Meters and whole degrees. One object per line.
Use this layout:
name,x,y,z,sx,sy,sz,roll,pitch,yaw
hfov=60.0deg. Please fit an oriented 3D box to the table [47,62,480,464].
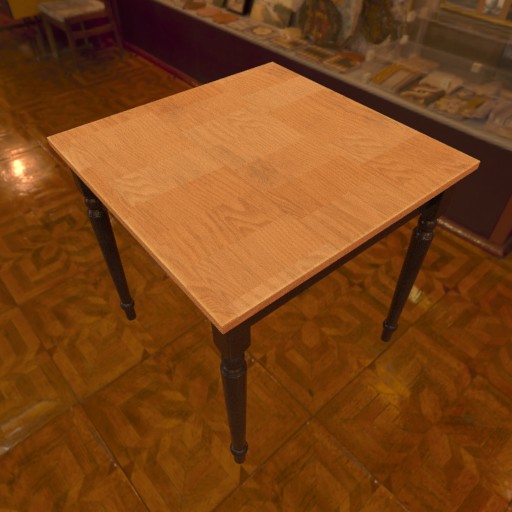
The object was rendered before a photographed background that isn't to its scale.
table,0.000,0.000,1.336,0.747,0.738,0.747,-30,52,-26
